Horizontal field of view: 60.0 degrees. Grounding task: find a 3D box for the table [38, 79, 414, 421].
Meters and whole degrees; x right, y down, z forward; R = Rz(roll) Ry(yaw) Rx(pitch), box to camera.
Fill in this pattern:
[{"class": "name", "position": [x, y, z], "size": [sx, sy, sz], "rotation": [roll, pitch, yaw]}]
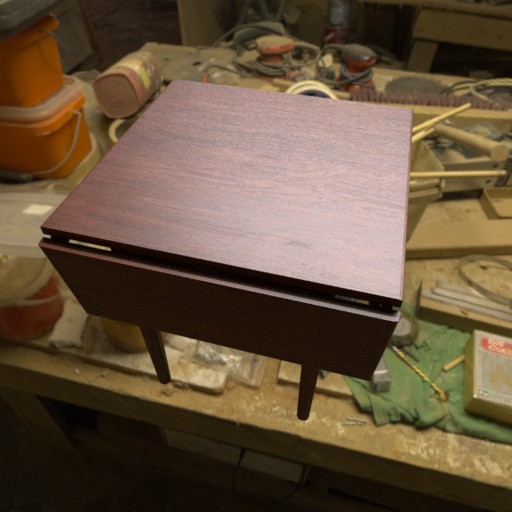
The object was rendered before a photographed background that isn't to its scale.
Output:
[{"class": "table", "position": [0.000, 0.000, 1.475], "size": [0.812, 0.763, 0.843], "rotation": [11, 47, 11]}]
